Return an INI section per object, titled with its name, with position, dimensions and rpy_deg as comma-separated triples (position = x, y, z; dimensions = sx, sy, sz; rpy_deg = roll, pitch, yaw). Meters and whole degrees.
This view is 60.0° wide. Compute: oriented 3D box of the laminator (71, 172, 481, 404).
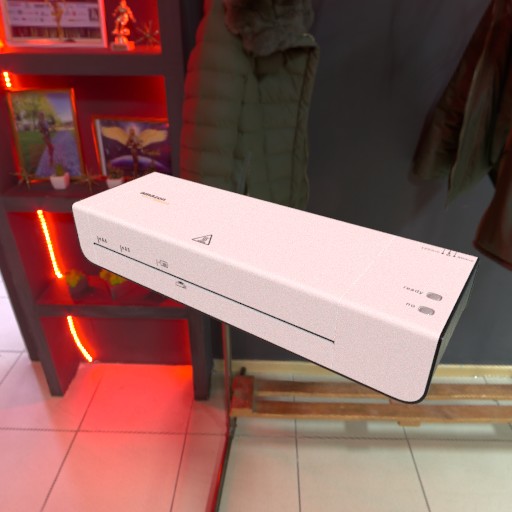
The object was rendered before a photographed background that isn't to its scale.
[laminator]
position = 0.000, 0.000, 0.393
dimensions = 0.340, 0.062, 0.123
rpy_deg = 19, 35, 29
